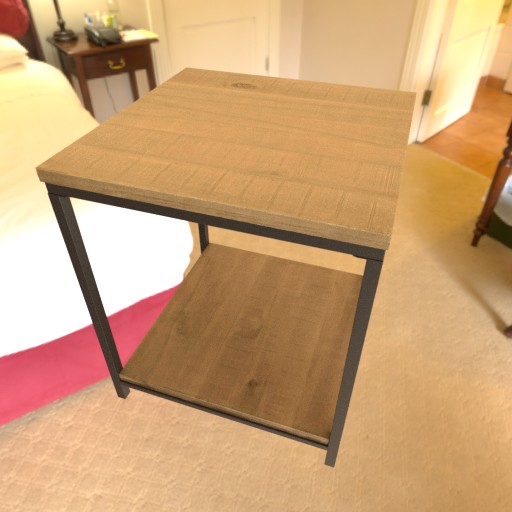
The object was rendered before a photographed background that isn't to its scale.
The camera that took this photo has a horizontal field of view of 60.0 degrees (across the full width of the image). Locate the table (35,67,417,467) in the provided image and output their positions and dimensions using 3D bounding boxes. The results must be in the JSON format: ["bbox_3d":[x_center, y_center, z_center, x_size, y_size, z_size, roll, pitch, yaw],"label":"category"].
[{"bbox_3d":[0.000,0.000,0.952,0.507,0.589,0.503,12,41,14],"label":"table"}]
